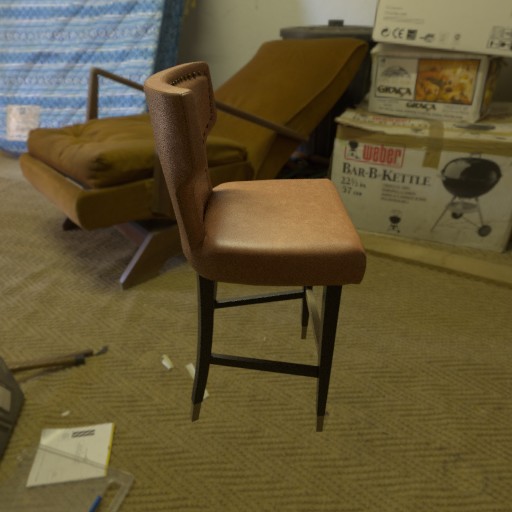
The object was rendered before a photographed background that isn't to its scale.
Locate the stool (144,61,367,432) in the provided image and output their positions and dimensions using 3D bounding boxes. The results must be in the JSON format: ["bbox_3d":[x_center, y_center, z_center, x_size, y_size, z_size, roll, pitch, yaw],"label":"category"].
[{"bbox_3d":[0.000,0.000,1.412,0.563,1.092,0.526,-1,31,-1],"label":"stool"}]
